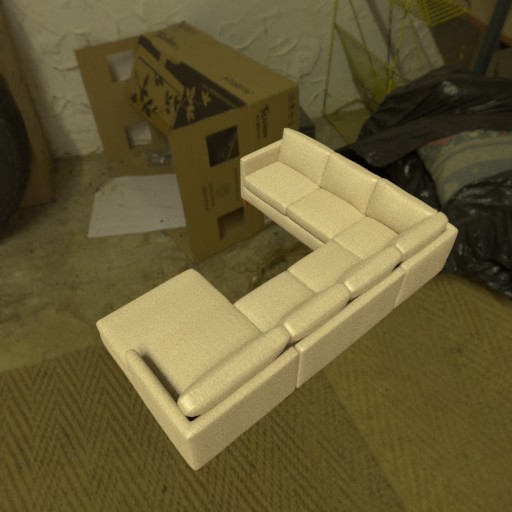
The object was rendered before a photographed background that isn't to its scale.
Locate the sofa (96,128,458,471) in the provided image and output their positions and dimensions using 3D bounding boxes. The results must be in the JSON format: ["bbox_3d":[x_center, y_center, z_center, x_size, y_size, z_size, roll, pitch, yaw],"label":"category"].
[{"bbox_3d":[0.000,0.000,4.724,3.460,0.961,2.594,-31,52,-27],"label":"sofa"}]
